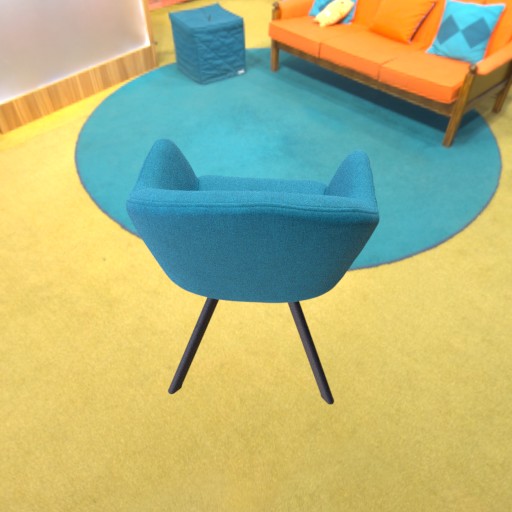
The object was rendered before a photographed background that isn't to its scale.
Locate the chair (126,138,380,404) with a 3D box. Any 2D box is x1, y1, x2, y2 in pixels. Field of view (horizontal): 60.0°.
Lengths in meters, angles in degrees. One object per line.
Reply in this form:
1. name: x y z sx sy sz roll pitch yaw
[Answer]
1. chair: 0.000 0.000 1.147 0.545 0.775 0.565 3 45 3
